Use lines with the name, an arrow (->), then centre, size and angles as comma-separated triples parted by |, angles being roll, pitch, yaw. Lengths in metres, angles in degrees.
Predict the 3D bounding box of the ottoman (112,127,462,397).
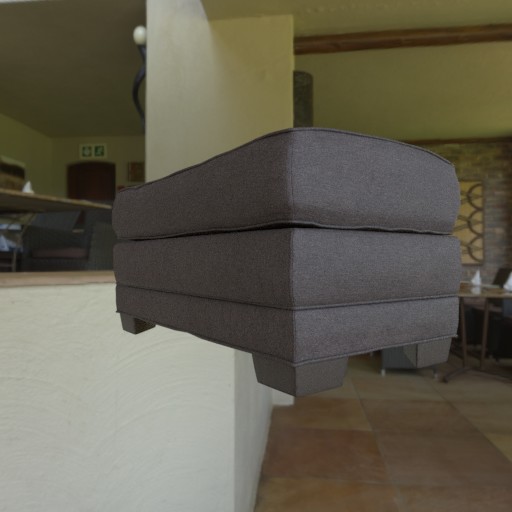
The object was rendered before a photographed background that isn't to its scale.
ottoman -> 0.000, 0.000, 1.134 | 0.490, 0.448, 0.864 | 0, 0, -35
